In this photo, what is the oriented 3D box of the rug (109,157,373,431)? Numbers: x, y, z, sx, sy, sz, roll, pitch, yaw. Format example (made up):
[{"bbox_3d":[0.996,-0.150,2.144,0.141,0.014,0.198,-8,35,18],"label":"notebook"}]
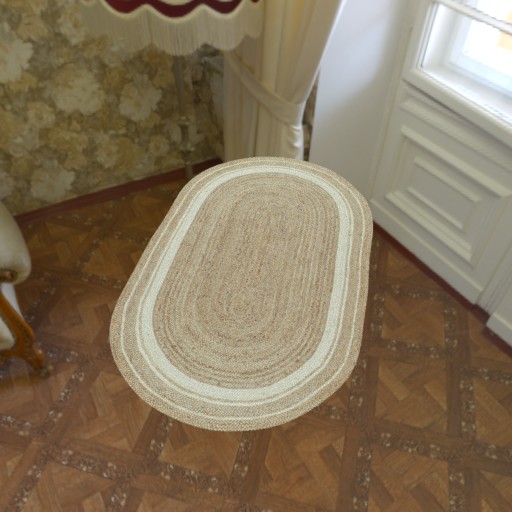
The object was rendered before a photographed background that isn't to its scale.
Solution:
[{"bbox_3d":[0.000,0.000,3.017,1.520,0.006,2.432,10,47,9],"label":"rug"}]
